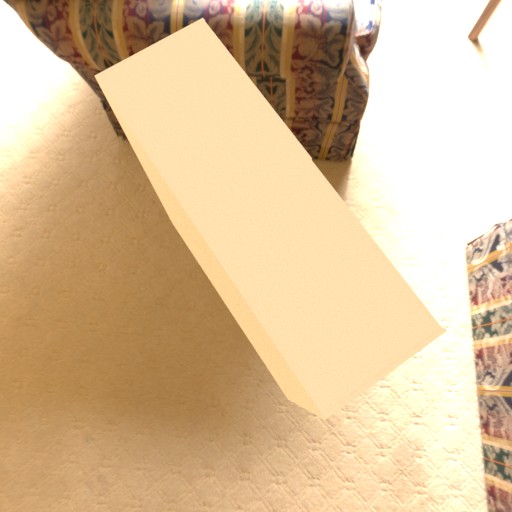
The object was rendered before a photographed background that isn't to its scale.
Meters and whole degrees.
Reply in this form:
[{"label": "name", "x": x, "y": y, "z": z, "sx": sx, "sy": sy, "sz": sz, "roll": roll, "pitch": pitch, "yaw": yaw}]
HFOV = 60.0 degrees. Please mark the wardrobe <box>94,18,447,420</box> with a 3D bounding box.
[{"label": "wardrobe", "x": 0.000, "y": 0.000, "z": 2.891, "sx": 0.600, "sy": 2.020, "sz": 1.830, "roll": -33, "pitch": 77, "yaw": -9}]
